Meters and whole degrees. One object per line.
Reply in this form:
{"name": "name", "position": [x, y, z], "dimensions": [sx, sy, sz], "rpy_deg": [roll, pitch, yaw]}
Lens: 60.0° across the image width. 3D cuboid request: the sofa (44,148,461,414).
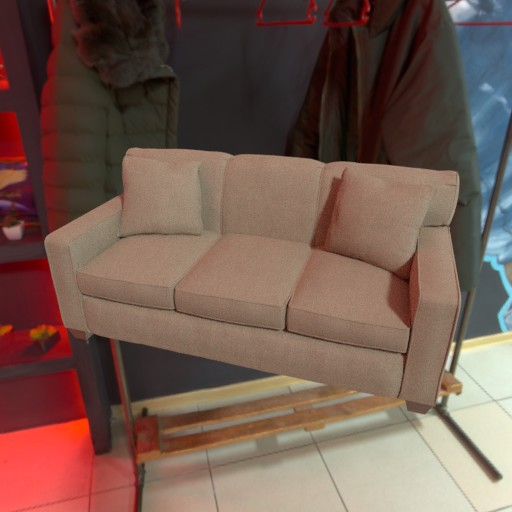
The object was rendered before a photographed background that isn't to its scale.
{"name": "sofa", "position": [0.000, 0.000, 2.469], "dimensions": [2.024, 0.958, 0.997], "rpy_deg": [8, 28, 16]}
